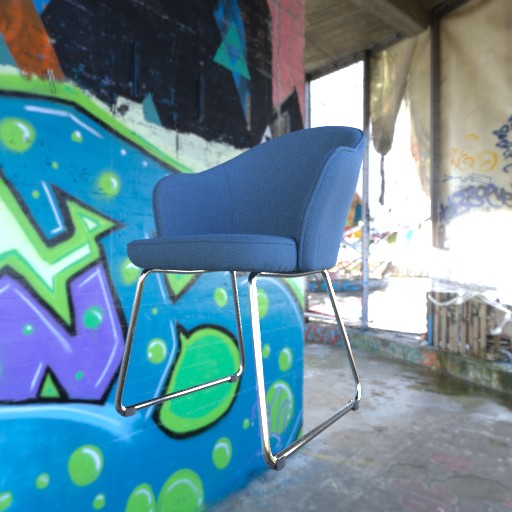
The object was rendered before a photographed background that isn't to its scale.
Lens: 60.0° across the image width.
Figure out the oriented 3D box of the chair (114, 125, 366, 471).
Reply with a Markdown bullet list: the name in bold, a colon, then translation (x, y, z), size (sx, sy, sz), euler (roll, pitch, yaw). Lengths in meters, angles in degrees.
- **chair**: translation (0.000, 0.000, 1.189), size (0.570, 0.815, 0.585), euler (0, 0, 37)
